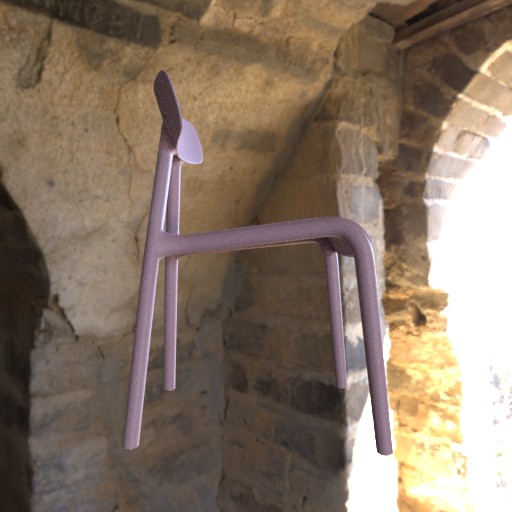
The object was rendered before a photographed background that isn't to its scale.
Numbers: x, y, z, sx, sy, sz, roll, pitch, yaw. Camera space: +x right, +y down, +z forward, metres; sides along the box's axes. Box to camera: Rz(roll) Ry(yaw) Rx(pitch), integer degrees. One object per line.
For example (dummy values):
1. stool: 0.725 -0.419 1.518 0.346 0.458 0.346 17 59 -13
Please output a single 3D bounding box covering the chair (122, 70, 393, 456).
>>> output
1. chair: 0.000 0.000 0.815 0.401 0.580 0.356 0 0 0
